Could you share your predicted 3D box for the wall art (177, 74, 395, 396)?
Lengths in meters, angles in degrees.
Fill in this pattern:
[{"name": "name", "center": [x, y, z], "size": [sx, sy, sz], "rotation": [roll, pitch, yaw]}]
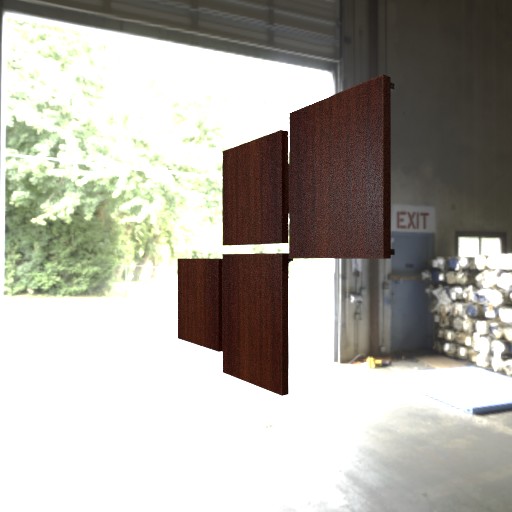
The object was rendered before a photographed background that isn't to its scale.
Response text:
[{"name": "wall art", "center": [0.000, 0.000, 0.873], "size": [0.030, 0.497, 0.635], "rotation": [0, 0, -36]}]
